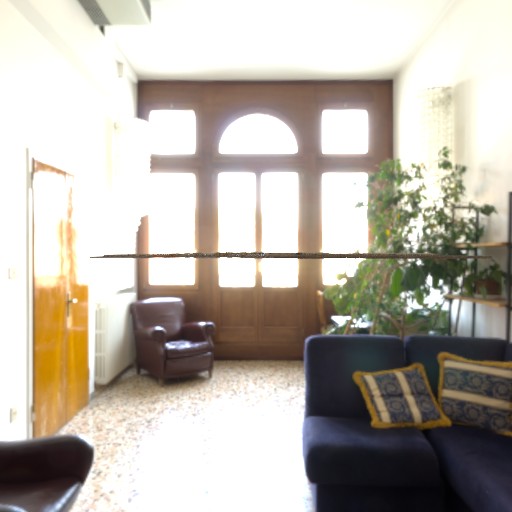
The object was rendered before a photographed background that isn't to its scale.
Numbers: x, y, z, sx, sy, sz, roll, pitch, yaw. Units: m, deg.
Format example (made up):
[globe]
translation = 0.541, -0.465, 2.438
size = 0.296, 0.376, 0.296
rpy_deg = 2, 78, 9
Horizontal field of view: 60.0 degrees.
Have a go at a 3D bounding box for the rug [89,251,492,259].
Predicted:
[rug]
translation = 0.000, 0.000, 2.921
size = 1.513, 0.033, 2.333
rpy_deg = 0, 0, -36
